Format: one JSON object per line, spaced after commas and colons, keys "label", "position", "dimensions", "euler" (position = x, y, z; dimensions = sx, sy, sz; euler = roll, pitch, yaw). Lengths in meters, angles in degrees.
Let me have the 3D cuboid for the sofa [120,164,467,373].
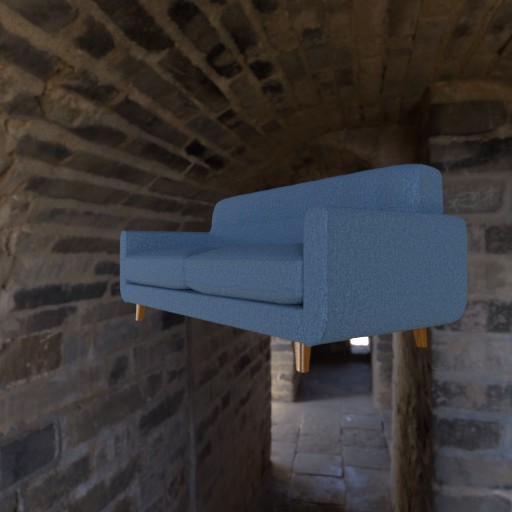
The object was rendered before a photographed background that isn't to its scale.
{"label": "sofa", "position": [0.000, 0.000, 2.599], "dimensions": [0.942, 0.884, 2.055], "euler": [0, 0, -36]}
